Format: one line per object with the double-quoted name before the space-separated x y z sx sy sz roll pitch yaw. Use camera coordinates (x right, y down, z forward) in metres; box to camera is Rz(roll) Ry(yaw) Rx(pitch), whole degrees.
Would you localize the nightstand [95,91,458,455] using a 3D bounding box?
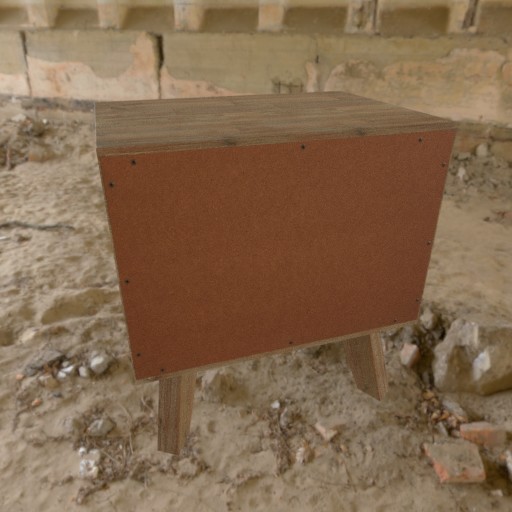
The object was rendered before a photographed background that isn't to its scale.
"nightstand" 0.000 0.000 0.934 0.552 0.589 0.396 -9 29 -16
